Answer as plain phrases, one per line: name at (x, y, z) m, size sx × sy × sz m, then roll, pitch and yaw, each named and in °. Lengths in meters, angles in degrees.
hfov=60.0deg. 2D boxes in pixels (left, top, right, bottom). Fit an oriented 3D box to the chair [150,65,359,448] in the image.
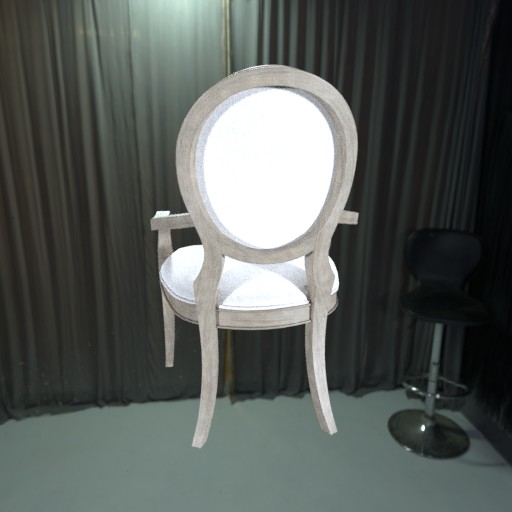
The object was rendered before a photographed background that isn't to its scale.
chair at (0.000, 0.000, 1.336) m, size 0.611 × 0.991 × 0.602 m, roll -2°, pitch 15°, yaw -9°
